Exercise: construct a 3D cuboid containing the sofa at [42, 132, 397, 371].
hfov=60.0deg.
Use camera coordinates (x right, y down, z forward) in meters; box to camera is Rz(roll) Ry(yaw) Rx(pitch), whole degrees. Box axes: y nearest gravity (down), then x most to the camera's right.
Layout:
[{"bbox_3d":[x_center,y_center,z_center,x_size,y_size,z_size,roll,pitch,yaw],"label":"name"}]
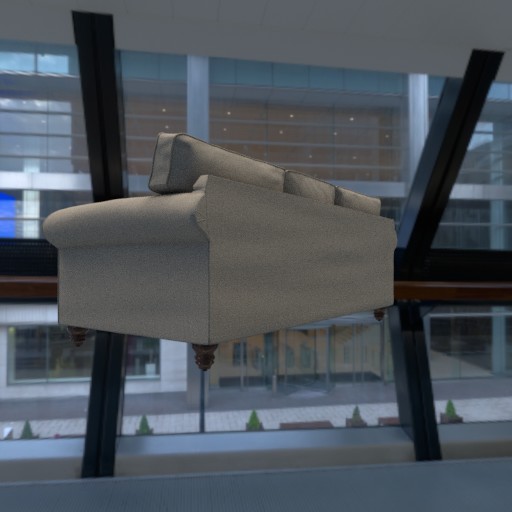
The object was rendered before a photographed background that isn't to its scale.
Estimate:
[{"bbox_3d":[0.000,0.000,2.623,0.998,0.889,2.118,-1,-1,36],"label":"sofa"}]
